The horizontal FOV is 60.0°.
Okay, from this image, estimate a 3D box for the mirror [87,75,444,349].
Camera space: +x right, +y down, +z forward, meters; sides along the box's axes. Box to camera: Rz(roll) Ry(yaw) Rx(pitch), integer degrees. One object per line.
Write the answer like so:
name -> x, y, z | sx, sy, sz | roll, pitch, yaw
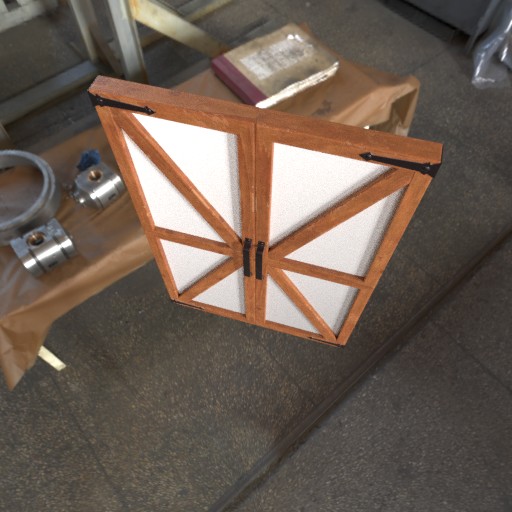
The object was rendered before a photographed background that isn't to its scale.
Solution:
mirror -> 0.000, 0.000, 0.951 | 0.517, 0.761, 0.053 | 14, 61, 8
